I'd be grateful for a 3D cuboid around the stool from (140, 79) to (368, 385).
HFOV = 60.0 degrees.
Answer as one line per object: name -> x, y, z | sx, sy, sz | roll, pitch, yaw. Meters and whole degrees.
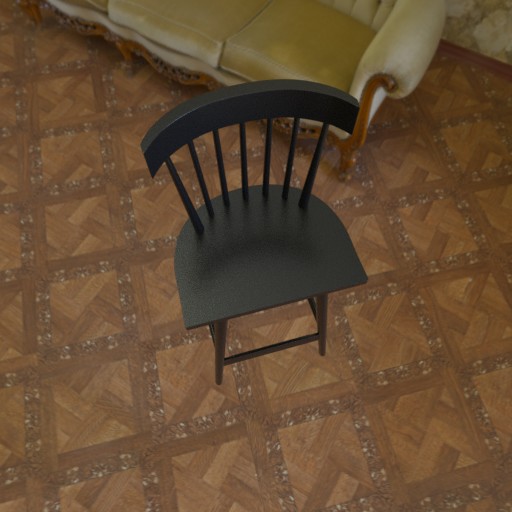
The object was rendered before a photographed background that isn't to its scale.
stool -> 0.000, 0.000, 1.355 | 0.482, 1.092, 0.483 | -14, 65, -7
